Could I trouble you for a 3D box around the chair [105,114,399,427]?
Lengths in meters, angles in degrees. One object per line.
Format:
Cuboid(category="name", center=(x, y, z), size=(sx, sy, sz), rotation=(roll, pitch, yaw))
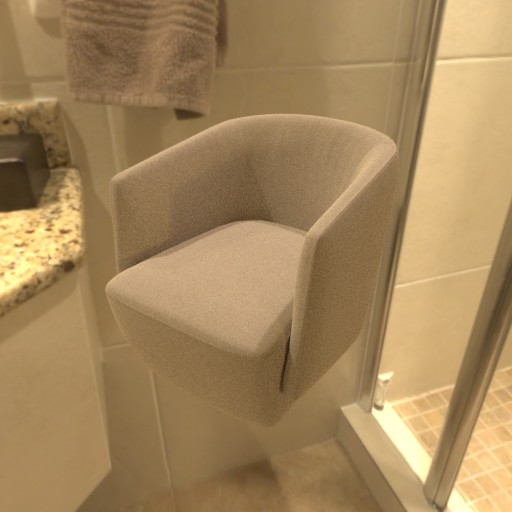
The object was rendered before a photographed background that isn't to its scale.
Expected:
Cuboid(category="chair", center=(0.000, 0.000, 1.665), size=(0.822, 0.861, 0.986), rotation=(18, 34, 29))
